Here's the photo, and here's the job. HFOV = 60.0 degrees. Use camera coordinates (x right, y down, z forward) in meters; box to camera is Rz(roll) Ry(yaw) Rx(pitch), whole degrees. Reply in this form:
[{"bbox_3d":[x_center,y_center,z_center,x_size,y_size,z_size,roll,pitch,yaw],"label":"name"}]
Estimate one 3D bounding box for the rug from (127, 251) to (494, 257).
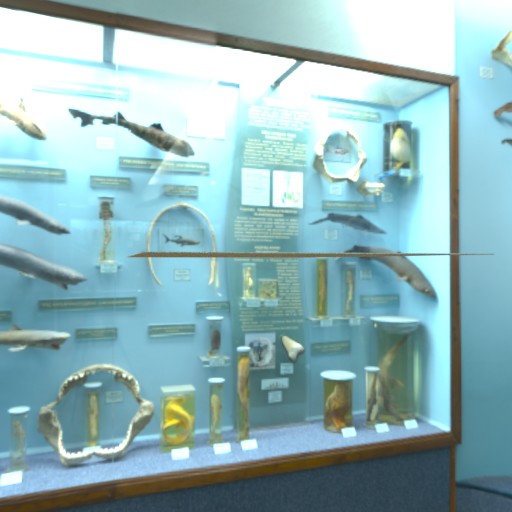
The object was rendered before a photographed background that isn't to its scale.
[{"bbox_3d":[0.000,0.000,3.647,1.982,0.006,2.895,0,-1,-18],"label":"rug"}]
